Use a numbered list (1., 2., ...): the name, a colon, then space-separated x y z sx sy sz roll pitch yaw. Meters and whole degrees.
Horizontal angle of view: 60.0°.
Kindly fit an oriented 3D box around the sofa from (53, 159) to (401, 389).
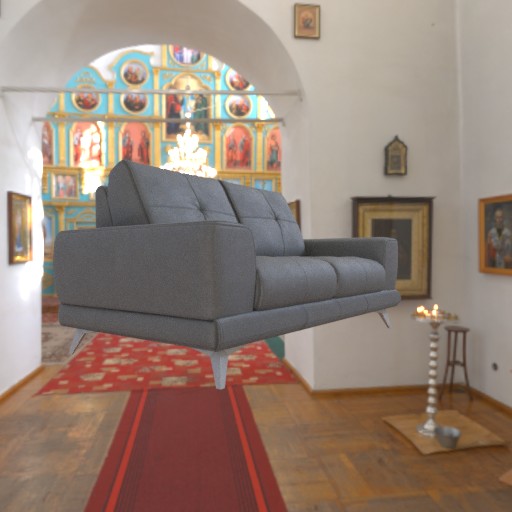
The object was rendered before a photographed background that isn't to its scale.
1. sofa: 0.000 0.000 2.419 1.018 0.907 1.806 0 0 37
